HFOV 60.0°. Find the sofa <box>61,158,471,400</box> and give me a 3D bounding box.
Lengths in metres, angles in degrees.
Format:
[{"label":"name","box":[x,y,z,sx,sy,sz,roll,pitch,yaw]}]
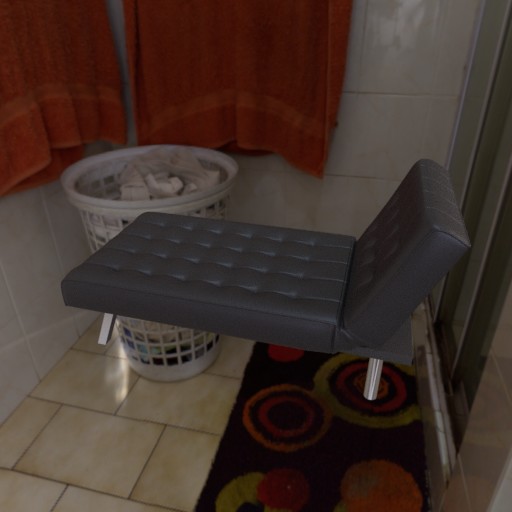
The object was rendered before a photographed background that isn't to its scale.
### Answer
[{"label":"sofa","box":[0.000,0.000,2.004,1.560,0.820,0.760,8,30,14]}]
